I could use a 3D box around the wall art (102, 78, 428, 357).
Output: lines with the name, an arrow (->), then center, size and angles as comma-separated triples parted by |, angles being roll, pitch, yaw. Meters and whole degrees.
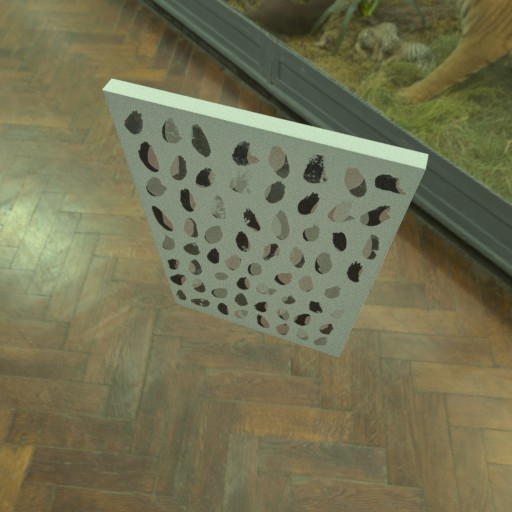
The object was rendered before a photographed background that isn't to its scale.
wall art -> 0.000, 0.000, 0.786 | 0.405, 0.608, 0.025 | 17, 59, 10
